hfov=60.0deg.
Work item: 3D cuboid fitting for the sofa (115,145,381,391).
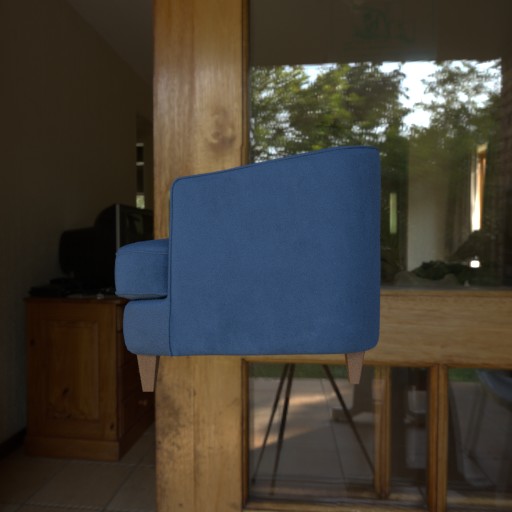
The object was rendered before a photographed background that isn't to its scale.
[{"bbox_3d":[0.000,0.000,2.267,0.941,0.854,1.733,0,2,0],"label":"sofa"}]
